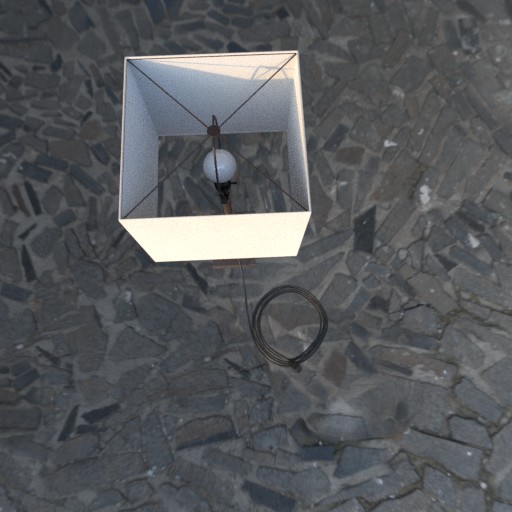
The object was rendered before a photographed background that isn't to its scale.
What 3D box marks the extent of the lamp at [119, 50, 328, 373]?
[{"bbox_3d":[0.000,0.000,0.966,0.399,0.660,0.504,-2,75,-1],"label":"lamp"}]
